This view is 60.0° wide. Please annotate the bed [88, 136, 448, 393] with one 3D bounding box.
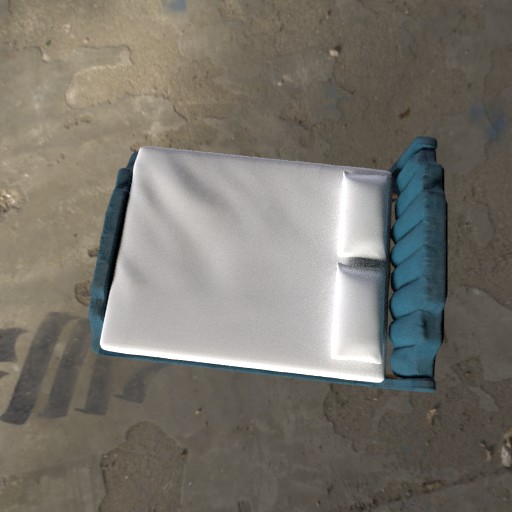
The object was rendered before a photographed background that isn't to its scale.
[{"bbox_3d":[0.000,0.000,3.295,2.322,1.351,1.676,6,75,2],"label":"bed"}]
